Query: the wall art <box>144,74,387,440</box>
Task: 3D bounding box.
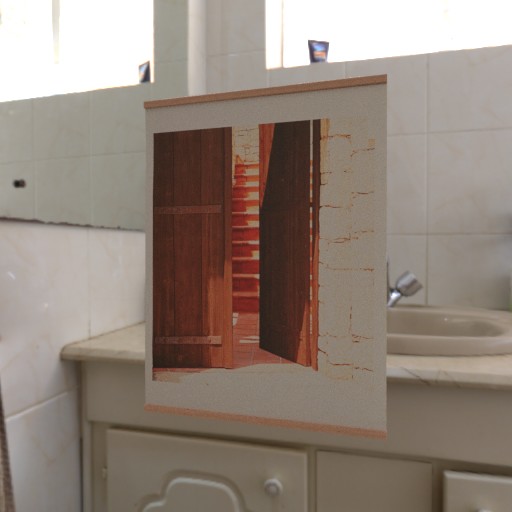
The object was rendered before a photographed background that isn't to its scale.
[{"bbox_3d":[0.000,0.000,1.339,0.758,1.013,0.020,0,0,17],"label":"wall art"}]
